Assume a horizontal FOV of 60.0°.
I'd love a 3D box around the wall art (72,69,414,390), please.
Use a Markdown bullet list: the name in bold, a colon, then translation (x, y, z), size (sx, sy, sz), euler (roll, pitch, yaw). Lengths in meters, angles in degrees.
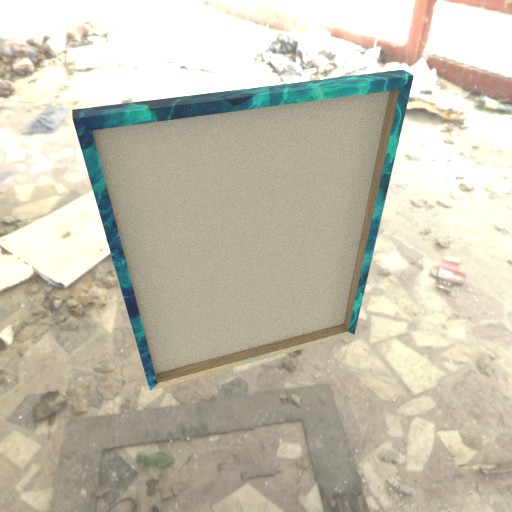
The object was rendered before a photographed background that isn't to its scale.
- **wall art**: translation (0.000, 0.000, 1.020), size (0.609, 0.760, 0.038), euler (-12, 43, -14)
